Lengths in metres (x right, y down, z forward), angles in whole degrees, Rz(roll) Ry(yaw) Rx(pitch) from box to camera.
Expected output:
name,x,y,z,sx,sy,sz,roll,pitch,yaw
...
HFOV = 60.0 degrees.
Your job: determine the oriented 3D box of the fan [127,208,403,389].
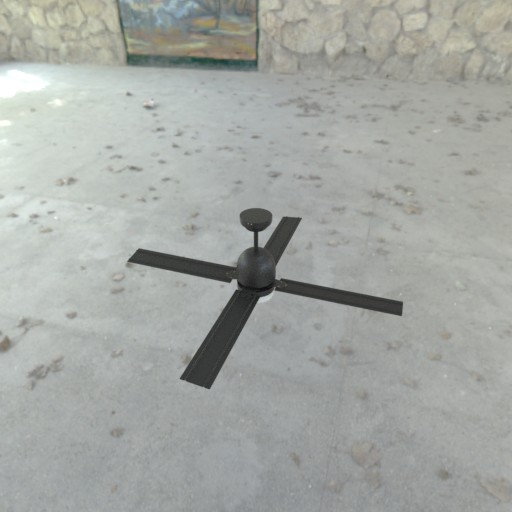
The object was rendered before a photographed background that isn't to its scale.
name,x,y,z,sx,sy,sz,roll,pitch,yaw
fan,0.000,0.000,1.993,1.319,0.410,1.319,10,34,15
